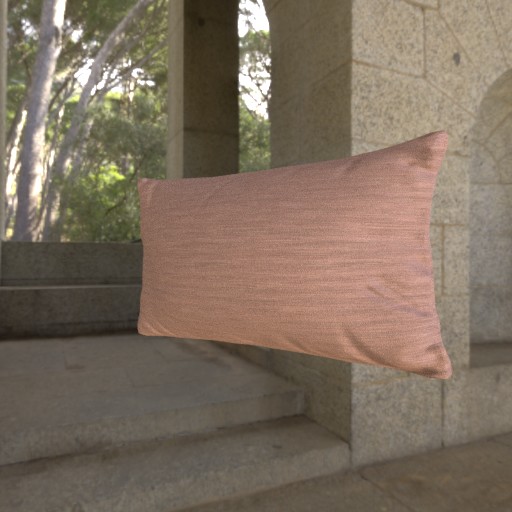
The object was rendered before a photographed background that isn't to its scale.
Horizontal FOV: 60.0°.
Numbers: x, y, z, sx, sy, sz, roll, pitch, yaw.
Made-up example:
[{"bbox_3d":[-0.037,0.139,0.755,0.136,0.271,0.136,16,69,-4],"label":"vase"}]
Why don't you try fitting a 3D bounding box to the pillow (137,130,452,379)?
[{"bbox_3d":[0.000,0.000,0.773,0.633,0.338,0.210,0,0,35],"label":"pillow"}]
